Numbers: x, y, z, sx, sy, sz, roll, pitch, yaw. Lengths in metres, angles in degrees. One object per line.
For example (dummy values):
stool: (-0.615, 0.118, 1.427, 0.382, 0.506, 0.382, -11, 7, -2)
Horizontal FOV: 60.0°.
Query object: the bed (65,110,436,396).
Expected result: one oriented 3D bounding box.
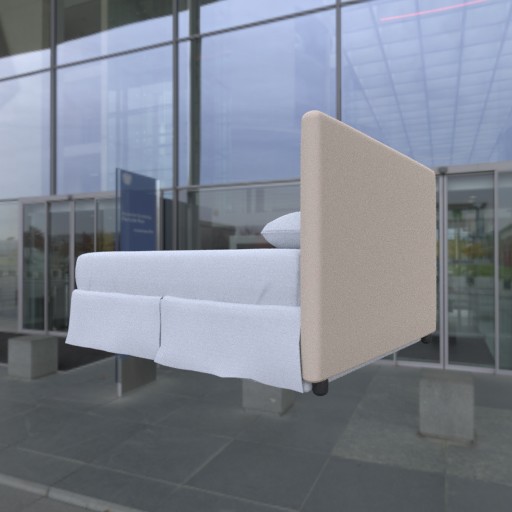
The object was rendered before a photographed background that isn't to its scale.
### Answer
bed: (0.000, 0.000, 3.340, 2.142, 1.330, 1.884, 0, 0, 38)
